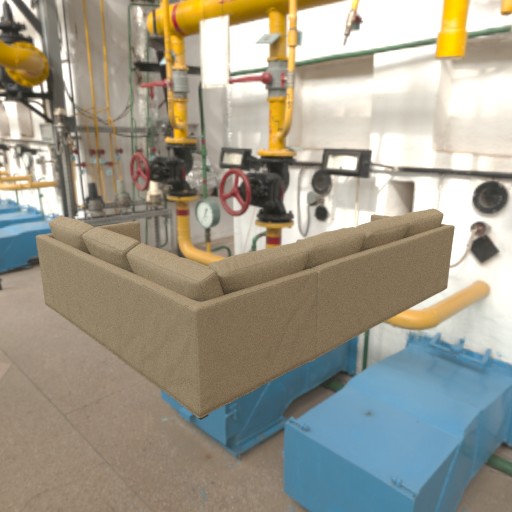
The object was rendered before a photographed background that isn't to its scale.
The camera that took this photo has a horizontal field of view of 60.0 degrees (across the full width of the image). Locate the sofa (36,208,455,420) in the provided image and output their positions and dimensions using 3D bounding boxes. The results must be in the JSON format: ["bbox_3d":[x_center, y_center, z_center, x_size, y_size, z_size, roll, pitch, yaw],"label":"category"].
[{"bbox_3d":[0.000,0.000,4.256,3.182,0.871,2.432,-14,21,-42],"label":"sofa"}]
